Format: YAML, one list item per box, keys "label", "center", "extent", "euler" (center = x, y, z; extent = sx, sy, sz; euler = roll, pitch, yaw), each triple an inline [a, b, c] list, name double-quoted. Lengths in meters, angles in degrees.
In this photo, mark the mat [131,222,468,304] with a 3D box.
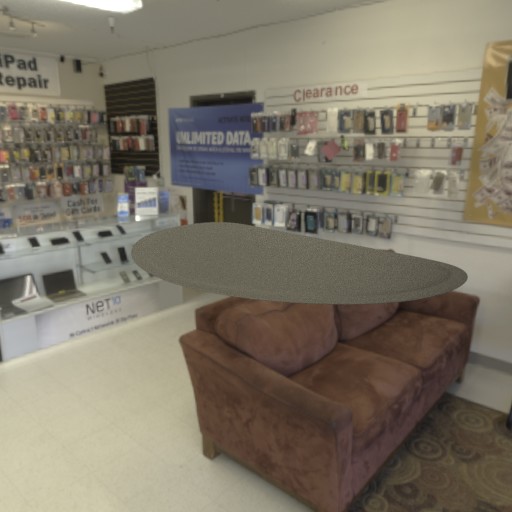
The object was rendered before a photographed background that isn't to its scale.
- label: "mat"
  center: [0.000, 0.000, 1.855]
  extent: [1.524, 0.013, 0.913]
  euler: [14, 20, 42]
